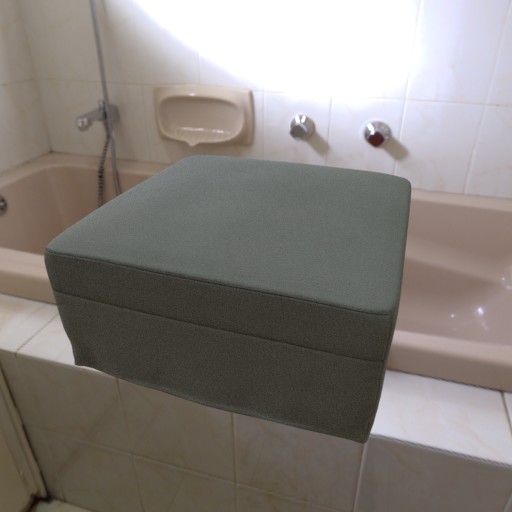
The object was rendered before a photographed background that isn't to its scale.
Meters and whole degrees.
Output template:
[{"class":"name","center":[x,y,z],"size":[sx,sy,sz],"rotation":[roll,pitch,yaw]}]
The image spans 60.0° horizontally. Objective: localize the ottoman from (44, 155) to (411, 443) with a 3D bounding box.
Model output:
[{"class":"ottoman","center":[0.000,0.000,1.354],"size":[0.843,0.441,0.842],"rotation":[9,30,17]}]
